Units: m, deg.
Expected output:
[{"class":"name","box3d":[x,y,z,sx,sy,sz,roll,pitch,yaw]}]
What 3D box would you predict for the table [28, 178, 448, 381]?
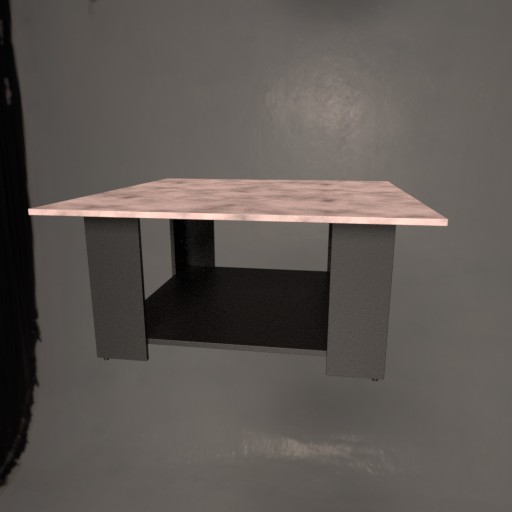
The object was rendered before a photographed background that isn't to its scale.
[{"class":"table","box3d":[0.000,0.000,1.052,0.670,0.305,0.670,2,14,9]}]
